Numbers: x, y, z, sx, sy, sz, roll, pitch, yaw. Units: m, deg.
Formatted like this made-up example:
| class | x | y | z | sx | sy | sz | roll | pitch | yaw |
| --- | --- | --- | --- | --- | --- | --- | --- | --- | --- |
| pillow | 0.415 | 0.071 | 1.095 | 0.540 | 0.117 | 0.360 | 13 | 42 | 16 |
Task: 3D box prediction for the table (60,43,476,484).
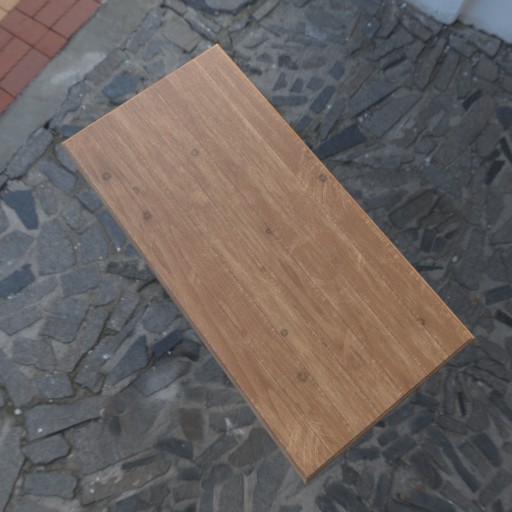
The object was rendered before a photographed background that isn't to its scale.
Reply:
| class | x | y | z | sx | sy | sz | roll | pitch | yaw |
| --- | --- | --- | --- | --- | --- | --- | --- | --- | --- |
| table | 0.000 | 0.000 | 1.410 | 0.559 | 0.458 | 1.118 | -37 | 78 | -9 |
